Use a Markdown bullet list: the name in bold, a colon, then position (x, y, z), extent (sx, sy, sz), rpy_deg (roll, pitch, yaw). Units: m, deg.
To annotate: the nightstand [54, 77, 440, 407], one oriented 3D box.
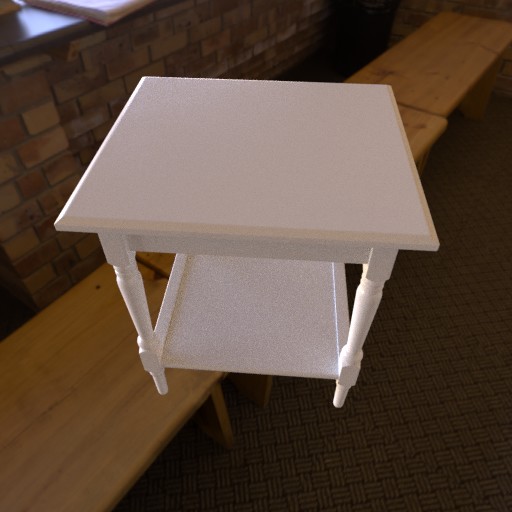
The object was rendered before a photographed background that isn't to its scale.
- **nightstand**: position (0.000, 0.000, 0.931), extent (0.505, 0.555, 0.459), rpy_deg (3, 45, 3)
